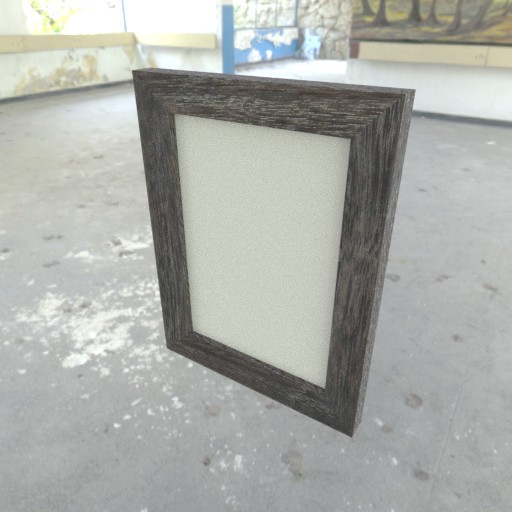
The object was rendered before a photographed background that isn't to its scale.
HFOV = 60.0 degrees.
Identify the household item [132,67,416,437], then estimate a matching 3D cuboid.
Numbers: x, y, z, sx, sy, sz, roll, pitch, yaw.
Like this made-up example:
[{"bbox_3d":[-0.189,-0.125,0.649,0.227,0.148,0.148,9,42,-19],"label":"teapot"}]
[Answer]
[{"bbox_3d":[0.000,0.000,0.280,0.160,0.210,0.020,17,33,28],"label":"household item"}]
